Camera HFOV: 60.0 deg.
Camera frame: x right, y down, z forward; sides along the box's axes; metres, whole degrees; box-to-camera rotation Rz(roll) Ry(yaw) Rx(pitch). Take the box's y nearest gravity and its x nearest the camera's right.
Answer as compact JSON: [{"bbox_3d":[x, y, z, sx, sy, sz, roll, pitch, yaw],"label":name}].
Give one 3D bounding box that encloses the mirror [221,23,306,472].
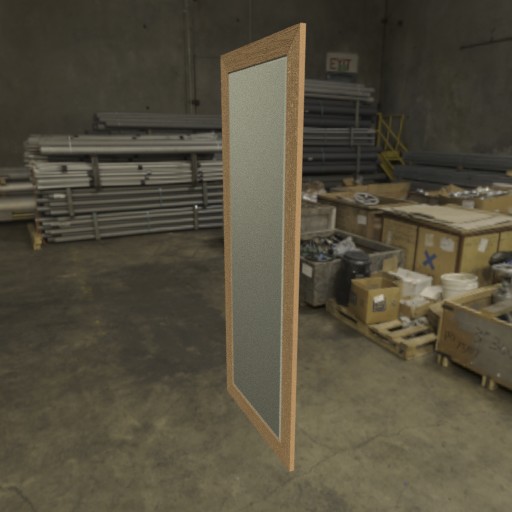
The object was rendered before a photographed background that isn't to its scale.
[{"bbox_3d":[0.000,0.000,2.301,0.026,2.031,0.812,-7,17,-25],"label":"mirror"}]
